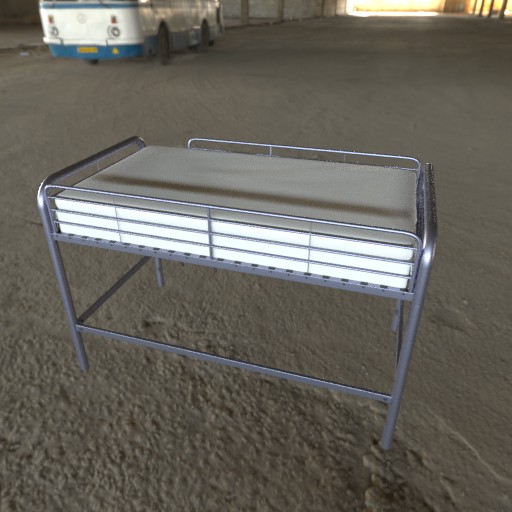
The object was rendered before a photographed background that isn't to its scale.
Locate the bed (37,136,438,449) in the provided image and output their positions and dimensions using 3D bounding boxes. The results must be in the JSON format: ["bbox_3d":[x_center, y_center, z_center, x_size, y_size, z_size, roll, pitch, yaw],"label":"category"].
[{"bbox_3d":[0.000,0.000,2.894,1.965,1.288,1.415,9,31,15],"label":"bed"}]
